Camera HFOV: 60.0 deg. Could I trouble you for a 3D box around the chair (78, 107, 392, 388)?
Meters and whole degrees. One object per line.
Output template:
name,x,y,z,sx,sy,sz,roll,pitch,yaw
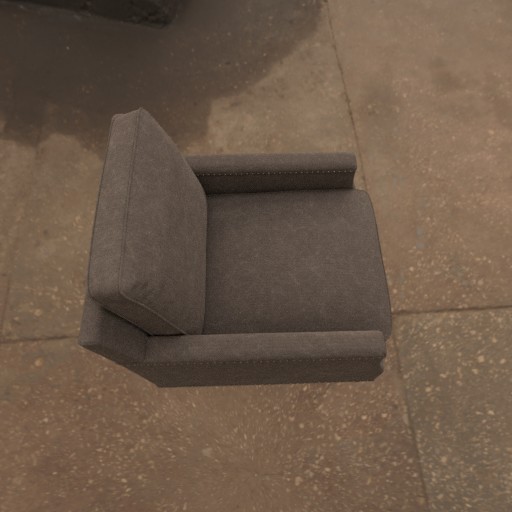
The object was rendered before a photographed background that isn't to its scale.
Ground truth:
chair,0.000,0.000,1.704,1.014,0.948,0.853,-1,64,-1
